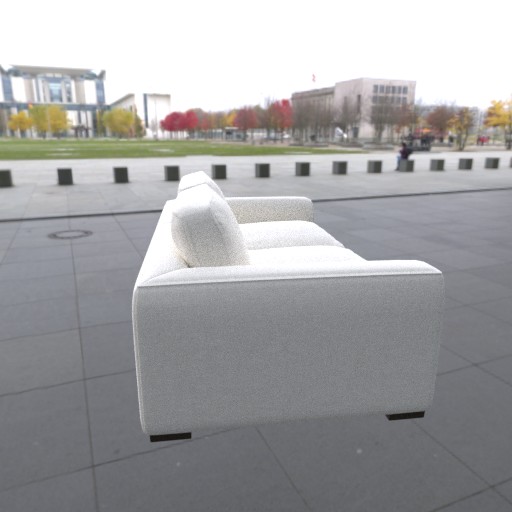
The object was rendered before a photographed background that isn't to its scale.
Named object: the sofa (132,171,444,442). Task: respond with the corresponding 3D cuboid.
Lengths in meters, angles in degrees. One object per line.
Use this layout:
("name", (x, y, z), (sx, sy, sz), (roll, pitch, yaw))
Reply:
("sofa", (0.000, 0.000, 2.367), (1.069, 0.801, 1.920), (-2, 15, -8))
